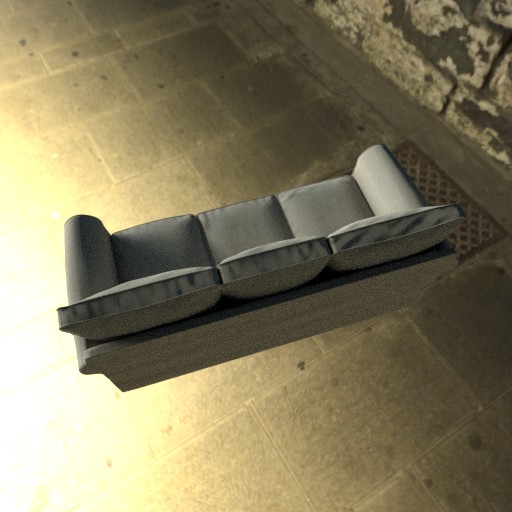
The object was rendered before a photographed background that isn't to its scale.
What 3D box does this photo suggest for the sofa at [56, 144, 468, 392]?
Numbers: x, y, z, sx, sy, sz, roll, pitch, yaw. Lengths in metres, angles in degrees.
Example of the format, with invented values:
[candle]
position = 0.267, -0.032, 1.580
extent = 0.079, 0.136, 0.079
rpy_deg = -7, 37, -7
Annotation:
[sofa]
position = 0.000, 0.000, 2.626
extent = 2.084, 0.961, 0.916
rpy_deg = -15, 60, -9
